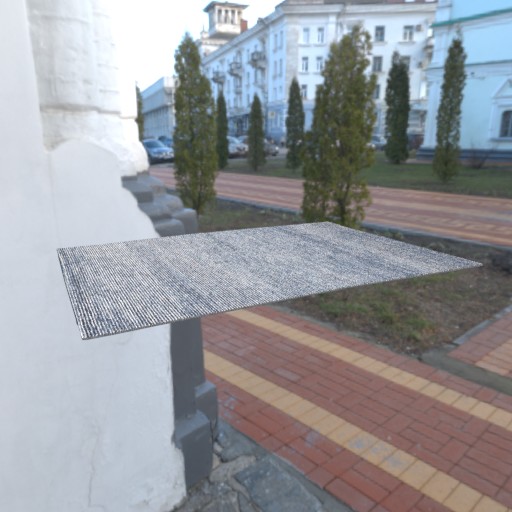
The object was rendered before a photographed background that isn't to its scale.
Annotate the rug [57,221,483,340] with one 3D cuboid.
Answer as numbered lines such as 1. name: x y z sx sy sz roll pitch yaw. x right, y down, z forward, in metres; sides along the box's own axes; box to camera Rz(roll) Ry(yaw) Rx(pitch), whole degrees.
1. rug: 0.000 0.000 2.939 2.349 0.030 1.624 -7 17 -26
